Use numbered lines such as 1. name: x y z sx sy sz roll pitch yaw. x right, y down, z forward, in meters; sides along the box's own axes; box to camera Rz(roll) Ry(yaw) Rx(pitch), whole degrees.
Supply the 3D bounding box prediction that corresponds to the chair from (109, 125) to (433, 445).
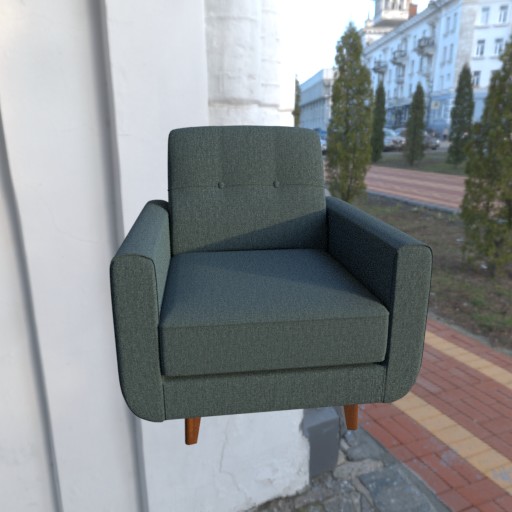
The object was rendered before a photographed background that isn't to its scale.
1. chair: 0.000 0.000 1.650 0.880 0.940 0.964 -2 16 -7
